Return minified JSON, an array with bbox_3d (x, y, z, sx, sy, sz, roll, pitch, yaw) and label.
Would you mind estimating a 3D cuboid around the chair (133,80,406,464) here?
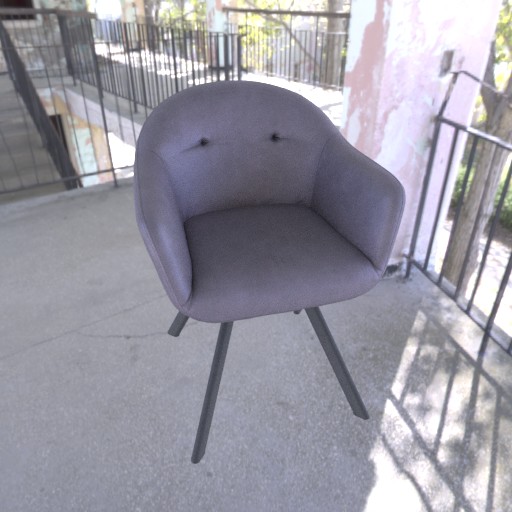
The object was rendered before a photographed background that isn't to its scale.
[{"bbox_3d":[0.000,0.000,1.152,0.567,0.781,0.544,-8,32,-14],"label":"chair"}]
